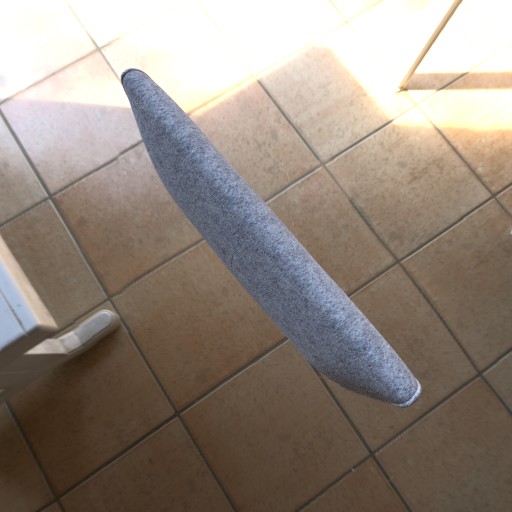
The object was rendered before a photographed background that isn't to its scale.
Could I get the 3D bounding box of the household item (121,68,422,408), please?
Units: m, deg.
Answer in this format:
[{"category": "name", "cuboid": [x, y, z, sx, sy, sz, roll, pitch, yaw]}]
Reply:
[{"category": "household item", "cuboid": [0.000, 0.000, 0.437, 0.057, 0.221, 0.335, -39, 80, -8]}]
